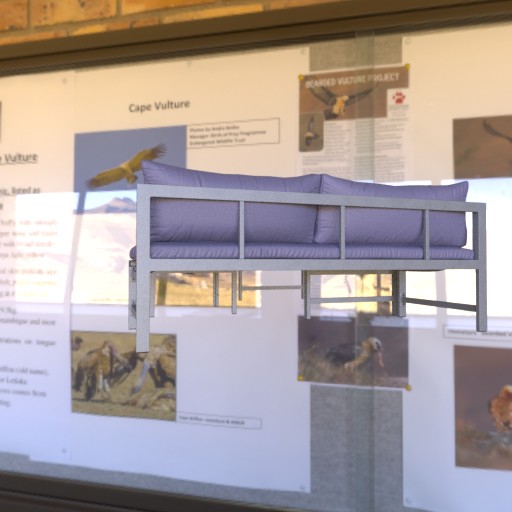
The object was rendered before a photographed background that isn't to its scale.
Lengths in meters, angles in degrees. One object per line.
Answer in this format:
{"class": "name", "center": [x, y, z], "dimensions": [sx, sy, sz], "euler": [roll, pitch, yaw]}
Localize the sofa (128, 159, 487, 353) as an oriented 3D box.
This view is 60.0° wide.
{"class": "sofa", "center": [0.000, 0.000, 2.920], "dimensions": [1.658, 0.762, 2.149], "euler": [0, -1, -19]}
